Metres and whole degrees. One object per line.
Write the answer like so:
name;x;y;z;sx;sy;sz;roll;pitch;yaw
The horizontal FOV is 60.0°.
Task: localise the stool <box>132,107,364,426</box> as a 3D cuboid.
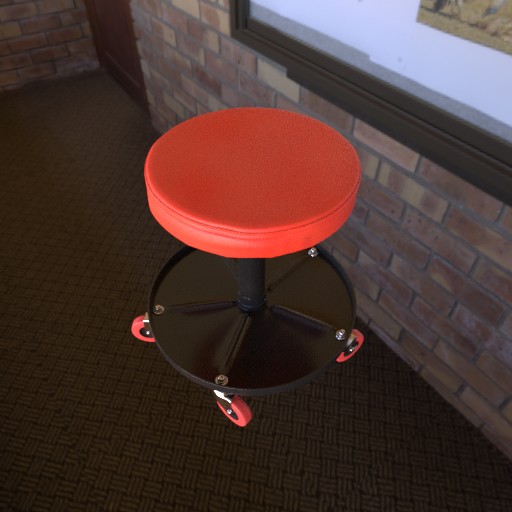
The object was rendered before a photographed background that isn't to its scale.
stool;0.000;0.000;0.688;0.381;0.365;0.382;17;48;15
